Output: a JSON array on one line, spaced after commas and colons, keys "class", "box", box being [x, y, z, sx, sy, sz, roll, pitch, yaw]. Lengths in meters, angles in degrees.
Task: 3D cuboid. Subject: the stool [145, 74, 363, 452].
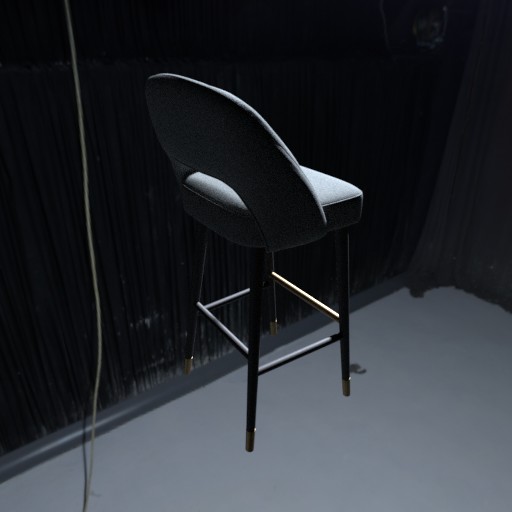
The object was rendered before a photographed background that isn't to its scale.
[{"class": "stool", "box": [0.000, 0.000, 1.404, 0.524, 1.089, 0.536, -17, 32, -31]}]
